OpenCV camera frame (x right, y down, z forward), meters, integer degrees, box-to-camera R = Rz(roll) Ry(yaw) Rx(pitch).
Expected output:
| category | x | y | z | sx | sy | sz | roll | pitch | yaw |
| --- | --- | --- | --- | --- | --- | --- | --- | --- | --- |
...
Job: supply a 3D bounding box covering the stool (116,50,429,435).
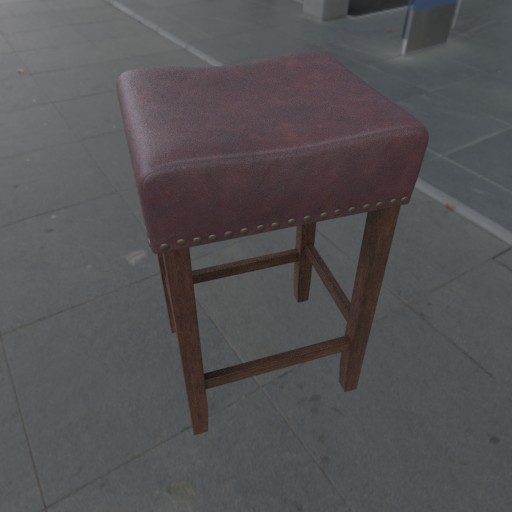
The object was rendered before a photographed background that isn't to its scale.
| category | x | y | z | sx | sy | sz | roll | pitch | yaw |
| --- | --- | --- | --- | --- | --- | --- | --- | --- | --- |
| stool | 0.000 | 0.000 | 1.030 | 0.465 | 0.769 | 0.401 | -12 | 43 | -13 |
